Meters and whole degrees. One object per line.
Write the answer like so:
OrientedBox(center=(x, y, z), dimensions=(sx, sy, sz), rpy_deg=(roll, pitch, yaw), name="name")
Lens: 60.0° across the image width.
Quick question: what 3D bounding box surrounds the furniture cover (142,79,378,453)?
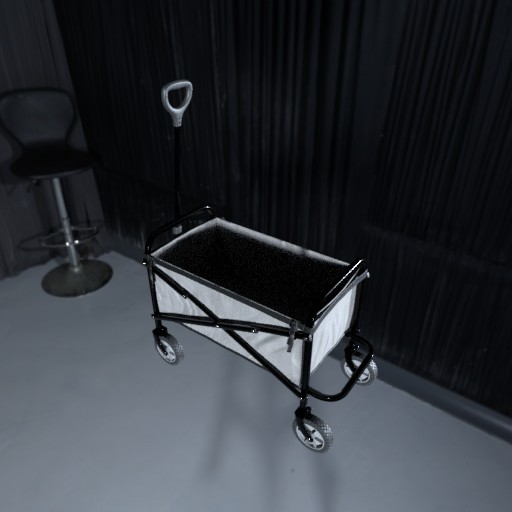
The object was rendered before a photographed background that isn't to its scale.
OrientedBox(center=(0.000, 0.000, 1.834), dimensions=(1.038, 1.295, 0.532), rpy_deg=(21, 37, 30), name="furniture cover")
